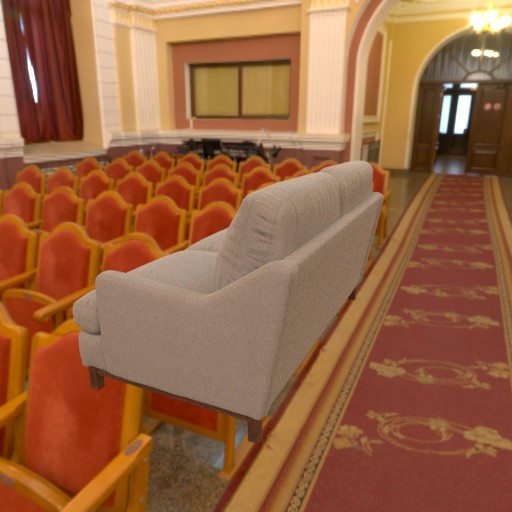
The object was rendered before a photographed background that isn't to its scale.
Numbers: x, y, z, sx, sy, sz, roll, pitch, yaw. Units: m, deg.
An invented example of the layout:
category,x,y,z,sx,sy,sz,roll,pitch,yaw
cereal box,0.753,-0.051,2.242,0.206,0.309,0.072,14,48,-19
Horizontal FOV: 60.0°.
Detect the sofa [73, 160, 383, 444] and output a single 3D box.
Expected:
category,x,y,z,sx,sy,sz,roll,pitch,yaw
sofa,0.000,0.000,2.292,0.987,0.921,1.589,8,19,24
